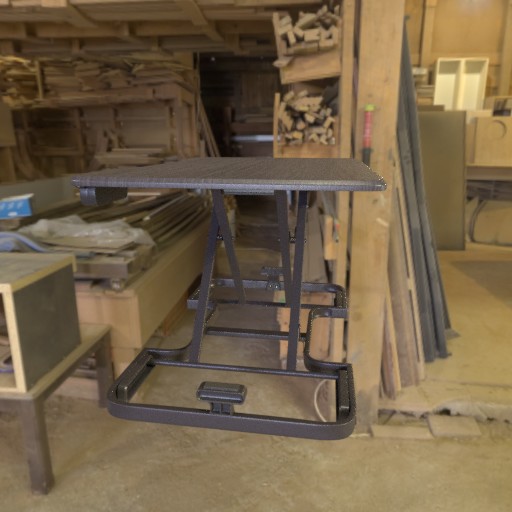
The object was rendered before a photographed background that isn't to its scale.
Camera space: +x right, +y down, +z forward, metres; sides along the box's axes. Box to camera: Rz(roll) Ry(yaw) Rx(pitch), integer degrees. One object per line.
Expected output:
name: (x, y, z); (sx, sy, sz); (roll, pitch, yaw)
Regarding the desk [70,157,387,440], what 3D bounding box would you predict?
desk: (0.000, 0.000, 1.157); (0.546, 0.470, 0.820); (2, 15, 9)
